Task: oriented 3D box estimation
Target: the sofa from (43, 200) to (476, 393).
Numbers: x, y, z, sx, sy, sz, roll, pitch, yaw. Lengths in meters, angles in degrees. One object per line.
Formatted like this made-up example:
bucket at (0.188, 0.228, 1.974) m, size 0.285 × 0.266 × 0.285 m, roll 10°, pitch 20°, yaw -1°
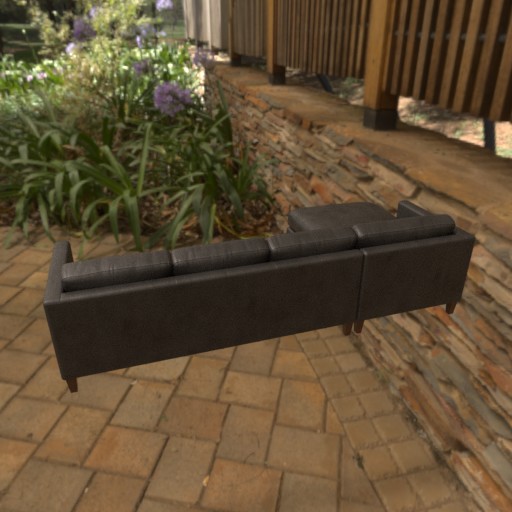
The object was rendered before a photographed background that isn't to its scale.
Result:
sofa at (0.000, 0.000, 3.897) m, size 3.203 × 0.883 × 1.581 m, roll -8°, pitch 28°, yaw -16°
